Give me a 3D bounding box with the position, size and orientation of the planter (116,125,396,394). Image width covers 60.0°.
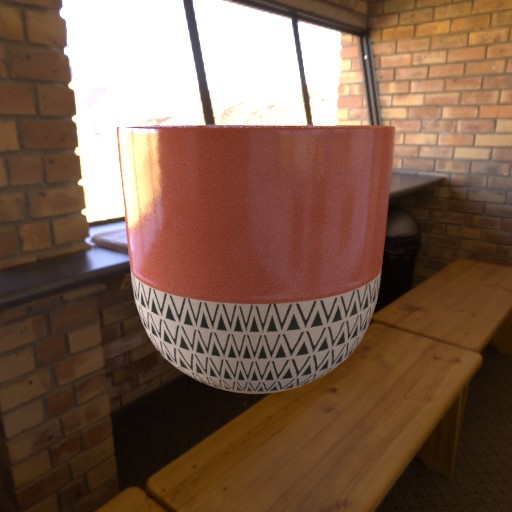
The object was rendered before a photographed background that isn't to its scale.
[{"bbox_3d":[0.000,0.000,0.478,0.266,0.270,0.266,0,17,0],"label":"planter"}]
